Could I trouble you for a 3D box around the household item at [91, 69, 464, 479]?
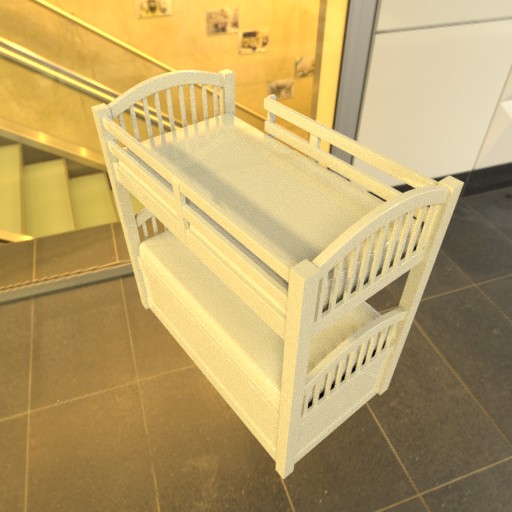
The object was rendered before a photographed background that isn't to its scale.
[{"bbox_3d":[0.000,0.000,3.192,1.143,2.032,2.032,-28,49,-27],"label":"household item"}]
